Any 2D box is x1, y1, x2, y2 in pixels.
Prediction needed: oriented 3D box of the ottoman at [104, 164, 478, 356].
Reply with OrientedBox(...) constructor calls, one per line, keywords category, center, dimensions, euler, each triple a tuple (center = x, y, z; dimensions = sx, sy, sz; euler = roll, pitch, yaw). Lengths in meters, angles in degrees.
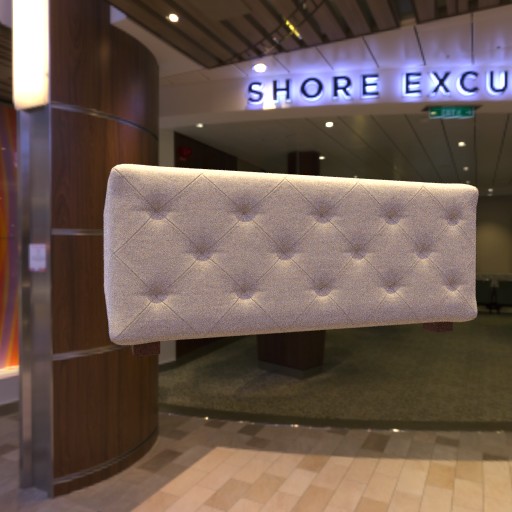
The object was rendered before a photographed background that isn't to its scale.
OrientedBox(category="ottoman", center=(0.000, 0.000, 1.596), dimensions=(1.028, 0.439, 1.028), euler=(0, 1, -19))
